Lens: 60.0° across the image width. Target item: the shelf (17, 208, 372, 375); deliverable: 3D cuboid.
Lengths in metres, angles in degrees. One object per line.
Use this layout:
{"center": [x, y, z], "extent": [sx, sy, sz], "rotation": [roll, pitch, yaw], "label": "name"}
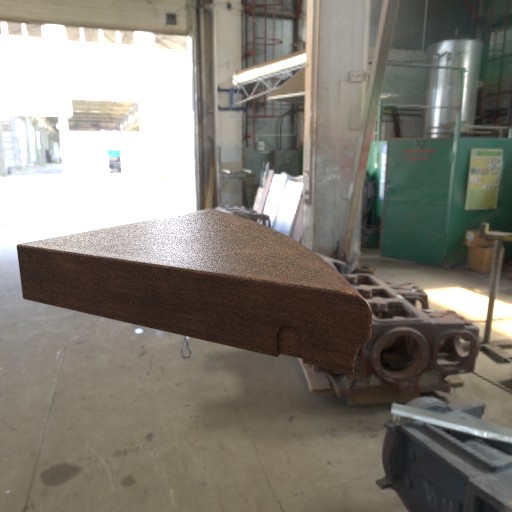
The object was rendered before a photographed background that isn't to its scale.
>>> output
{"center": [0.000, 0.000, 0.453], "extent": [0.310, 0.050, 0.310], "rotation": [7, 15, 27], "label": "shelf"}
